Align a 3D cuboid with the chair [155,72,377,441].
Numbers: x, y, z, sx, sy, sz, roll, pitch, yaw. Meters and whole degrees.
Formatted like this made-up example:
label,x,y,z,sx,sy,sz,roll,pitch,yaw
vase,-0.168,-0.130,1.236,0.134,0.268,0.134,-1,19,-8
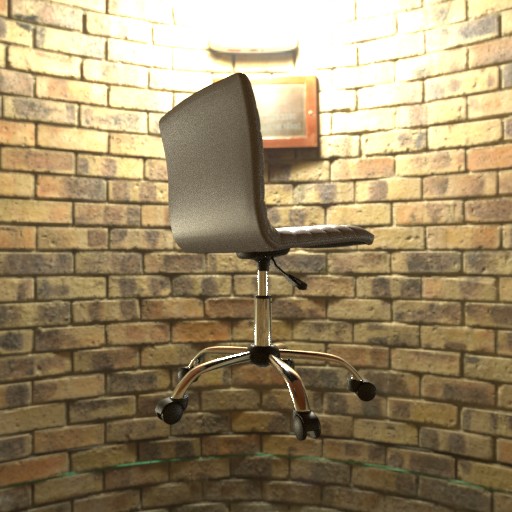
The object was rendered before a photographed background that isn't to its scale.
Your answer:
label,x,y,z,sx,sy,sz,roll,pitch,yaw
chair,0.000,0.000,1.146,0.542,0.750,0.569,0,-1,-37
